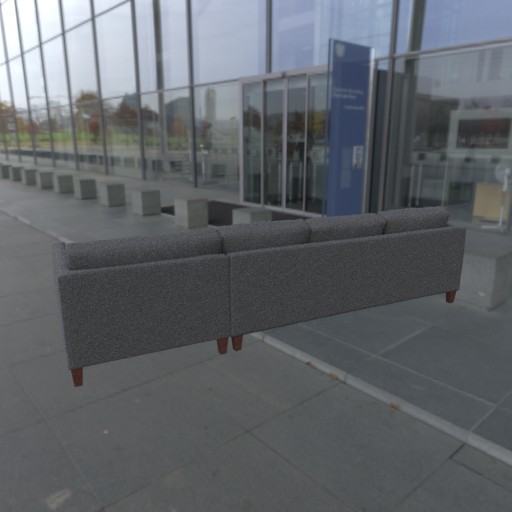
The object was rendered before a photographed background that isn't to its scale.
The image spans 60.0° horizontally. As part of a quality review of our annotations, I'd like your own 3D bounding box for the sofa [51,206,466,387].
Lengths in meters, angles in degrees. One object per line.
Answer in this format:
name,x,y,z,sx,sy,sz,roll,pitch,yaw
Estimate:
sofa,0.000,0.000,3.821,3.186,0.846,1.625,-7,17,-25
